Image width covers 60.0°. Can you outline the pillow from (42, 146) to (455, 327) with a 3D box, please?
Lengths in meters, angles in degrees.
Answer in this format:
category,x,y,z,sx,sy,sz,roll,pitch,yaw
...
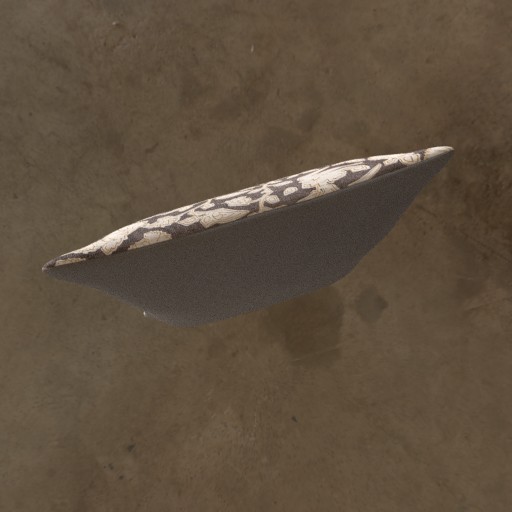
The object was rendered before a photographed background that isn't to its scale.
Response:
category,x,y,z,sx,sy,sz,roll,pitch,yaw
pillow,0.000,0.000,0.779,0.526,0.507,0.166,-17,76,-4
